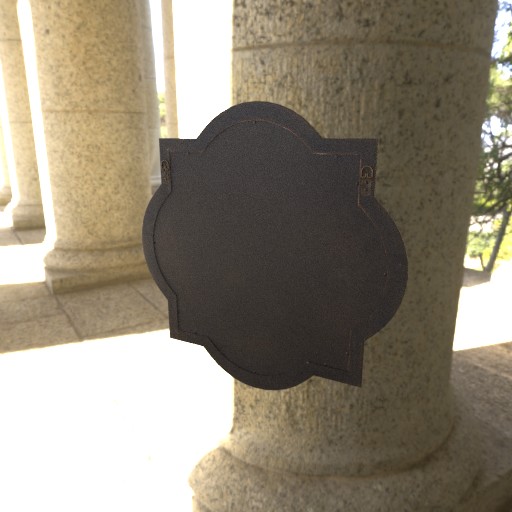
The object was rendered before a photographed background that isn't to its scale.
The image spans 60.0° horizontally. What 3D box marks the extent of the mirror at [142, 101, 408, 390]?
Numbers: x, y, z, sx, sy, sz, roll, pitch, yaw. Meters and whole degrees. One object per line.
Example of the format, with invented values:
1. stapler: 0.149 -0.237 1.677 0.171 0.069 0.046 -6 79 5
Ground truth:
1. mirror: 0.000 0.000 1.065 0.686 0.686 0.019 8 17 27
